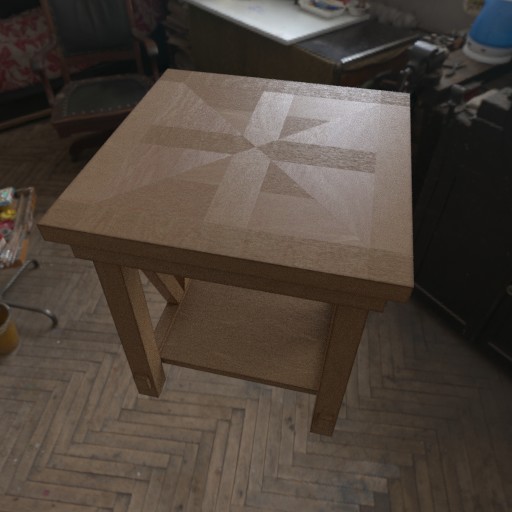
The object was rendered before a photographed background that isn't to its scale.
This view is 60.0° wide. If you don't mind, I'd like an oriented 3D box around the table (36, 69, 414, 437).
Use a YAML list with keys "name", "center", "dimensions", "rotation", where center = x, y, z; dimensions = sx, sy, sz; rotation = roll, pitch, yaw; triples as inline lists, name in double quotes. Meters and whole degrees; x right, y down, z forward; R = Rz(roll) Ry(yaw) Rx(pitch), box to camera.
- name: "table"
  center: [0.000, 0.000, 1.126]
  dimensions: [0.610, 0.638, 0.612]
  rotation: [9, 47, 9]
